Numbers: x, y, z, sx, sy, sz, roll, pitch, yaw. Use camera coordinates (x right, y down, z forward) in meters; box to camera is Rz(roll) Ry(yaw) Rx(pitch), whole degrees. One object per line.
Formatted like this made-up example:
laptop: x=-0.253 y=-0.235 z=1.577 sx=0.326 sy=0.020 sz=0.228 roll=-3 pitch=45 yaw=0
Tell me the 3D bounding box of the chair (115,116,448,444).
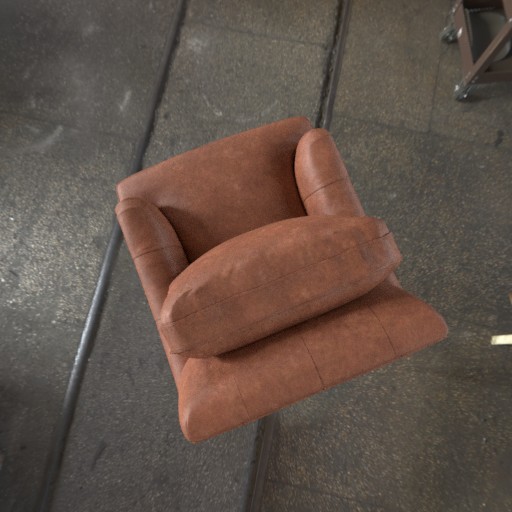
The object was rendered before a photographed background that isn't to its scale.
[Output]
chair: x=0.000 y=0.000 z=1.935 sx=0.986 sy=1.055 sz=1.158 roll=-21 pitch=78 yaw=-5
